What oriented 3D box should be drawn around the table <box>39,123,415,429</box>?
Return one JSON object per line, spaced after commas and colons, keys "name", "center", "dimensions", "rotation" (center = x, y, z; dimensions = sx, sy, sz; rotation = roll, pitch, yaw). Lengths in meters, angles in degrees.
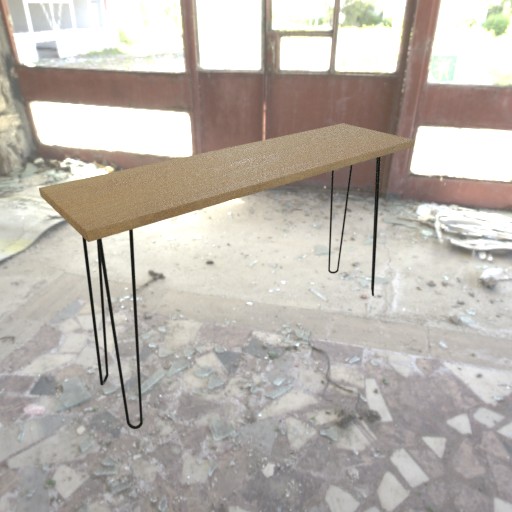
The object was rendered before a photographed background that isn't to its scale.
{"name": "table", "center": [0.000, 0.000, 1.808], "dimensions": [1.400, 0.799, 0.399], "rotation": [-21, 36, -33]}
